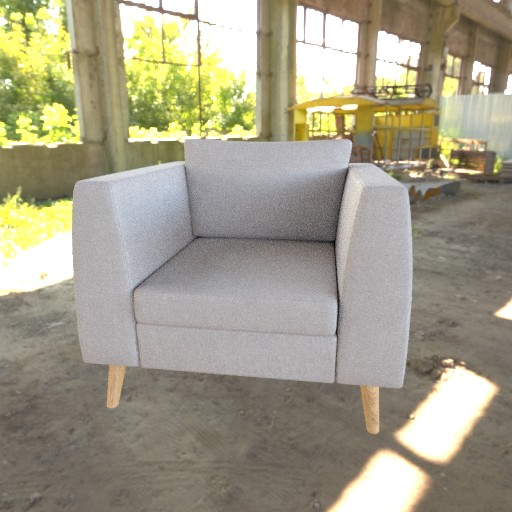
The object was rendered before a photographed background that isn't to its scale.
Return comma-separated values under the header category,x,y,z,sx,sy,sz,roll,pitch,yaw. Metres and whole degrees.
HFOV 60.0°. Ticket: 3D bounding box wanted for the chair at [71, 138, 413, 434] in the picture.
category,x,y,z,sx,sy,sz,roll,pitch,yaw
chair,0.000,0.000,1.697,1.000,0.860,0.930,2,16,8
